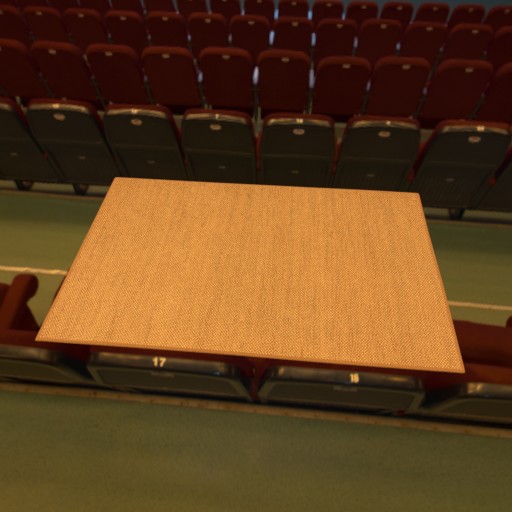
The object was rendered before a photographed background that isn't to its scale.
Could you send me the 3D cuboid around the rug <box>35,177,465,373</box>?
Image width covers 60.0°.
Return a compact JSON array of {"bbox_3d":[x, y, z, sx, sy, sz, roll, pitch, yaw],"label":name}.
[{"bbox_3d":[0.000,0.000,2.065,1.668,0.012,1.061,4,47,3],"label":"rug"}]
